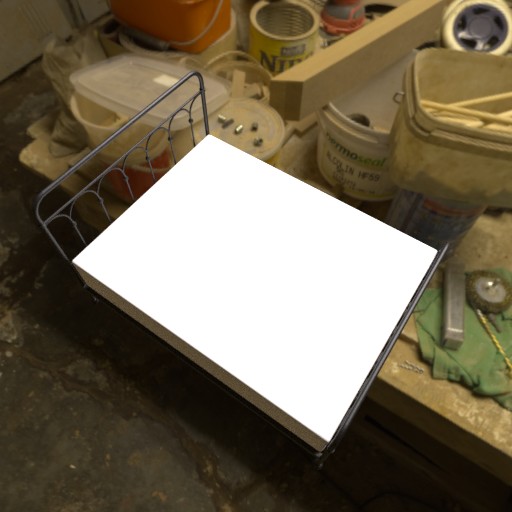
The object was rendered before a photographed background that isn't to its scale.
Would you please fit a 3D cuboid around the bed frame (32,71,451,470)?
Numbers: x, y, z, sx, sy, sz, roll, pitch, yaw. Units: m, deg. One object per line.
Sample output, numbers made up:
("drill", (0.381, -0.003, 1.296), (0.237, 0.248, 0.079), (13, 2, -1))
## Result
("bed frame", (0.000, 0.000, 3.139), (2.203, 1.276, 1.664), (31, 63, 18))
